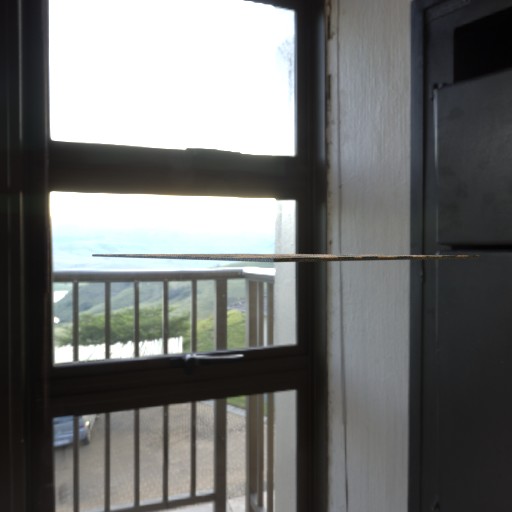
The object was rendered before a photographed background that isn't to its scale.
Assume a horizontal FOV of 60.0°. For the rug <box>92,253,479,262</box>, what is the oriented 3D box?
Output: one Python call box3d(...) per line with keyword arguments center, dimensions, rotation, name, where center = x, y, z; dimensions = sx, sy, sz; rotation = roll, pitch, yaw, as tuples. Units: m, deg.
box3d(center=(0.000, 0.000, 2.424), dimensions=(1.235, 0.014, 1.829), rotation=(0, 1, -36), name="rug")
